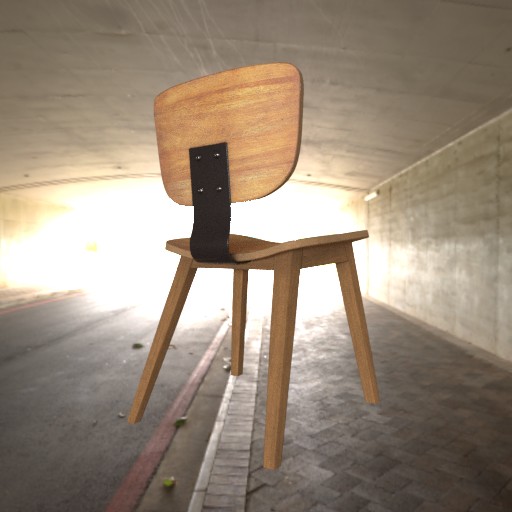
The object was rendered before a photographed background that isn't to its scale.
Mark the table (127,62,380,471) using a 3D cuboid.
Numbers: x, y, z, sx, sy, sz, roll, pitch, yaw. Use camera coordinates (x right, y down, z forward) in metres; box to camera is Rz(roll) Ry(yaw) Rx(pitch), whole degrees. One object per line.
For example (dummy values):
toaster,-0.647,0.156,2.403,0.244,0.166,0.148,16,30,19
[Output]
table,0.000,0.000,1.160,0.499,0.805,0.500,1,1,34
